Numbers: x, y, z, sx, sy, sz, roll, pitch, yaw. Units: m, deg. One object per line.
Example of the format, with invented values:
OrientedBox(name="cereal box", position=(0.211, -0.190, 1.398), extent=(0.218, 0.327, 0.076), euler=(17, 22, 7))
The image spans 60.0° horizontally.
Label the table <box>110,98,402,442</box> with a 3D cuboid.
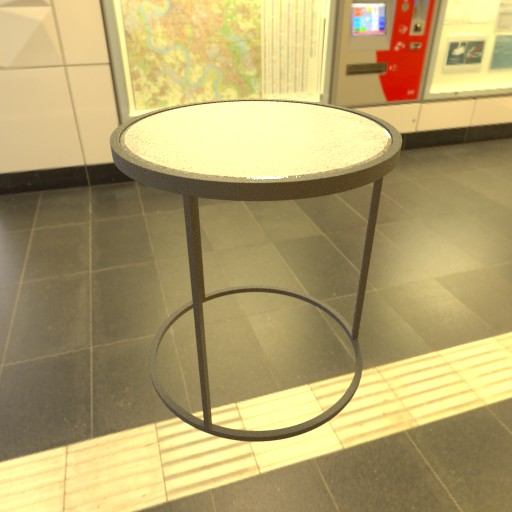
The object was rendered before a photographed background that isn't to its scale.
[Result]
OrientedBox(name="table", position=(0.000, 0.000, 0.869), extent=(0.470, 0.498, 0.470), euler=(0, 31, 0))
